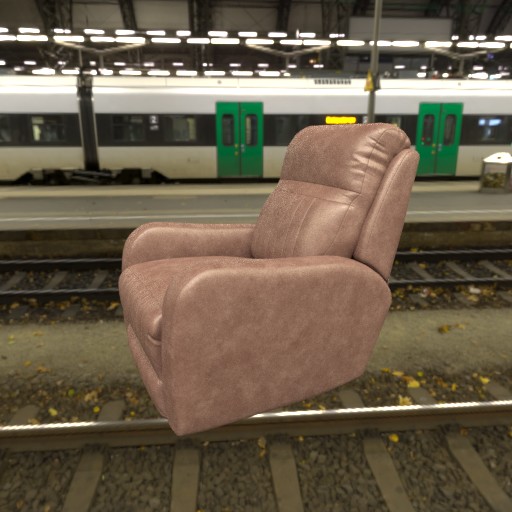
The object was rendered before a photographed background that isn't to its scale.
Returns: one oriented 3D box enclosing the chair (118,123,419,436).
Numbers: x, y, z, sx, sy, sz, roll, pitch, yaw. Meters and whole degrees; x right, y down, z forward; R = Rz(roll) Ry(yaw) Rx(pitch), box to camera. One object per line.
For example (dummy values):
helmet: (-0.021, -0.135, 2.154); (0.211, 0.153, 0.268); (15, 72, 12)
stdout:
chair: (0.000, 0.000, 1.857); (1.067, 1.067, 0.865); (-7, 17, -25)
